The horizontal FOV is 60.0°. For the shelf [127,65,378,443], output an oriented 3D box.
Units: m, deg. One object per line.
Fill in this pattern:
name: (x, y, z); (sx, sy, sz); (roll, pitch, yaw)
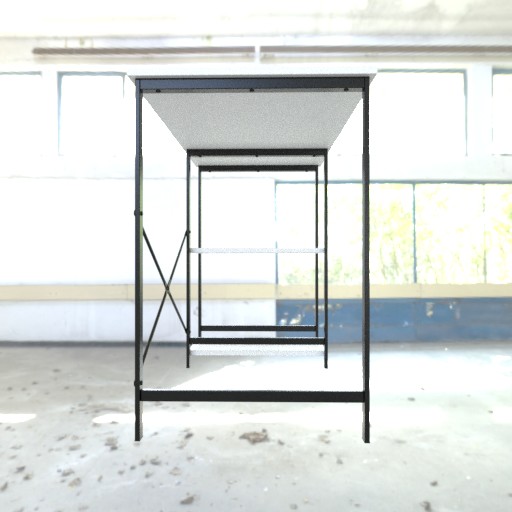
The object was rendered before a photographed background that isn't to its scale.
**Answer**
shelf: (0.000, 0.000, 1.329); (0.498, 0.750, 0.902); (0, 0, 1)
